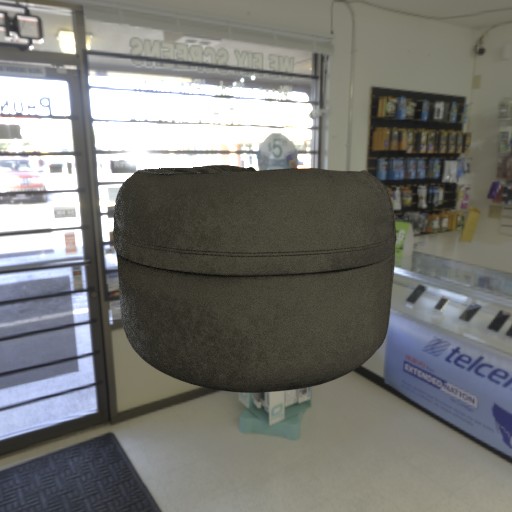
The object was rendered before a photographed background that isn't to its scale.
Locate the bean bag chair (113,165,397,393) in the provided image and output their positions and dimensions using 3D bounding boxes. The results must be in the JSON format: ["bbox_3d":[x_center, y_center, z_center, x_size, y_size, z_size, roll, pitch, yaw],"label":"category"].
[{"bbox_3d":[0.000,0.000,1.500,0.918,0.605,0.918,0,13,0],"label":"bean bag chair"}]
